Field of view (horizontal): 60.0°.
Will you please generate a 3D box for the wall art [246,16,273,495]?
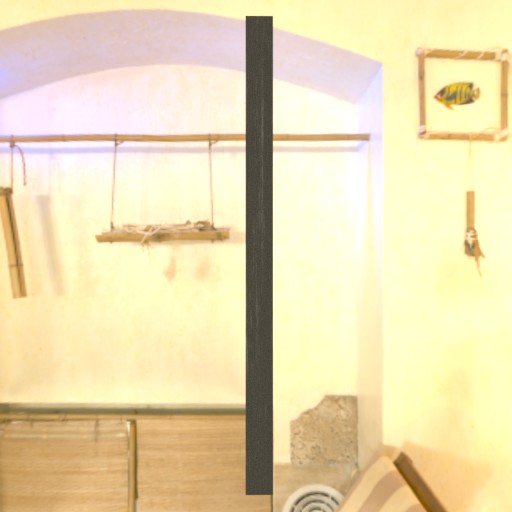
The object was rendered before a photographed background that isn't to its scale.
[{"bbox_3d":[0.000,0.000,1.083,0.043,0.758,0.762,0,0,-1],"label":"wall art"}]
